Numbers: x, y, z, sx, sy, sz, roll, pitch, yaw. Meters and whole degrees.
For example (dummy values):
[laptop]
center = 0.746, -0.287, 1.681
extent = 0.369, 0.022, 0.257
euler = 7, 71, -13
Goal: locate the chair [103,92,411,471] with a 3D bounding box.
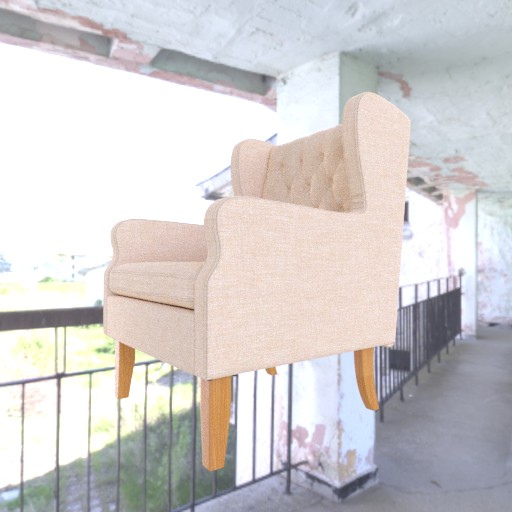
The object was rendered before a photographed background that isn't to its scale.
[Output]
[chair]
center = 0.000, 0.000, 1.411
extent = 0.760, 0.930, 0.710
euler = 0, -1, -35
